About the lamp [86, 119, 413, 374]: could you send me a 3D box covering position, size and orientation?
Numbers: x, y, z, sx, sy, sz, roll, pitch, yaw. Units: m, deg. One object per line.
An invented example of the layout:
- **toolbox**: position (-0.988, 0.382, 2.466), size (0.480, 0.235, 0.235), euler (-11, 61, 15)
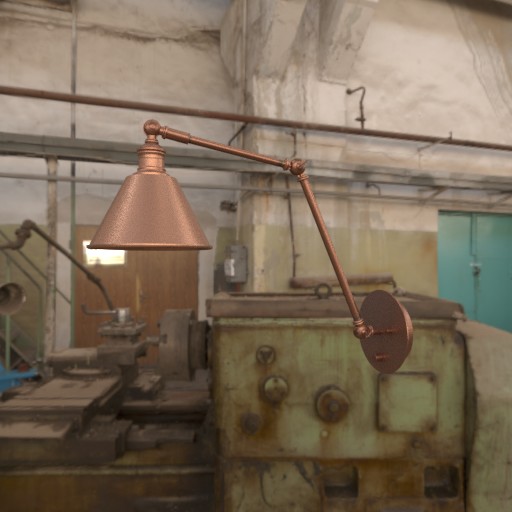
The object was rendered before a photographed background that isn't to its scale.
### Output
- **lamp**: position (0.000, 0.000, 0.872), size (0.624, 0.502, 0.223), euler (0, 0, -18)
